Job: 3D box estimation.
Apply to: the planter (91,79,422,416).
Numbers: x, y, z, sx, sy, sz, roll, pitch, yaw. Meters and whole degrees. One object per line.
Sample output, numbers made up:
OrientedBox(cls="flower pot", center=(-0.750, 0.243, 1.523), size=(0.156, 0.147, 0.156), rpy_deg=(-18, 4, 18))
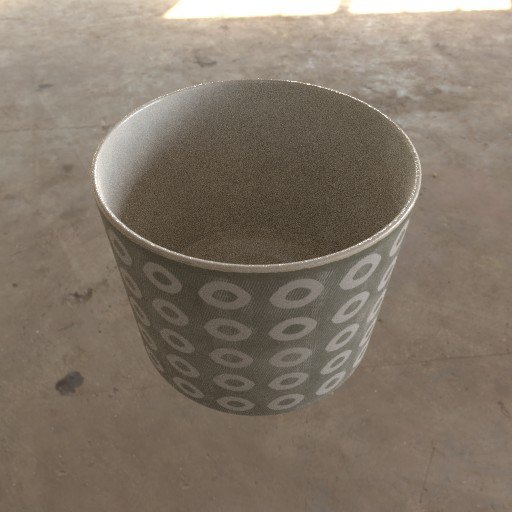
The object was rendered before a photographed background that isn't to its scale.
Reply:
OrientedBox(cls="planter", center=(0.000, 0.000, 0.431), size=(0.250, 0.239, 0.250), rpy_deg=(0, 46, 0))
